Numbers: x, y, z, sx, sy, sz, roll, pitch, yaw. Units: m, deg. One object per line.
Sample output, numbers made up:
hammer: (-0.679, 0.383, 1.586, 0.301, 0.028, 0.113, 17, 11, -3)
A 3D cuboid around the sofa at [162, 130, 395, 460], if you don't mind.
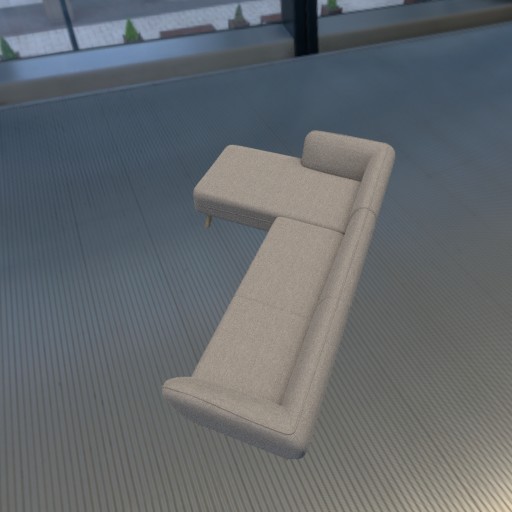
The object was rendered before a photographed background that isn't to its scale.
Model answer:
sofa: (0.000, 0.000, 3.283, 1.532, 0.693, 2.653, 16, 49, 14)
